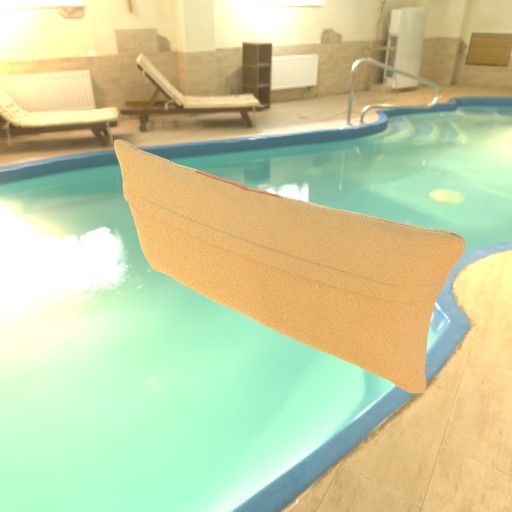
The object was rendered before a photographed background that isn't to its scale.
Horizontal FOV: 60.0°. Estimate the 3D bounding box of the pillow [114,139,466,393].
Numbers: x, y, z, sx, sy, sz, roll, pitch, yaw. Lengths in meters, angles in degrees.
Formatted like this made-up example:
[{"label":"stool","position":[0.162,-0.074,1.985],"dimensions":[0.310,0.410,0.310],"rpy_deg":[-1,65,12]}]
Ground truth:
[{"label":"pillow","position":[0.000,0.000,0.721],"dimensions":[0.609,0.292,0.155],"rpy_deg":[21,36,32]}]
